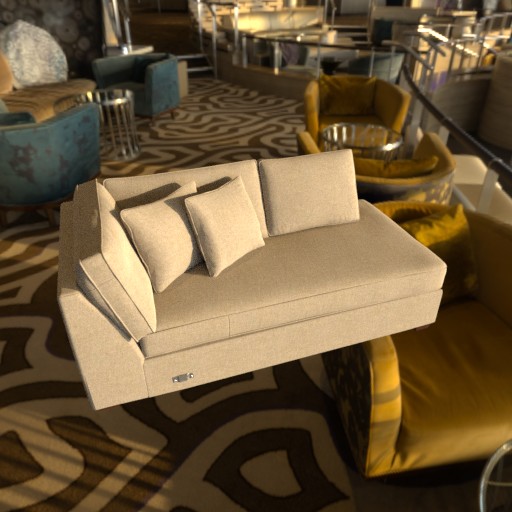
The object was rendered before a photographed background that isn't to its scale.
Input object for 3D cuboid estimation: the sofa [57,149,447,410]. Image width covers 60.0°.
[{"bbox_3d":[0.000,0.000,2.842,2.238,1.019,1.110,-11,33,-16],"label":"sofa"}]
